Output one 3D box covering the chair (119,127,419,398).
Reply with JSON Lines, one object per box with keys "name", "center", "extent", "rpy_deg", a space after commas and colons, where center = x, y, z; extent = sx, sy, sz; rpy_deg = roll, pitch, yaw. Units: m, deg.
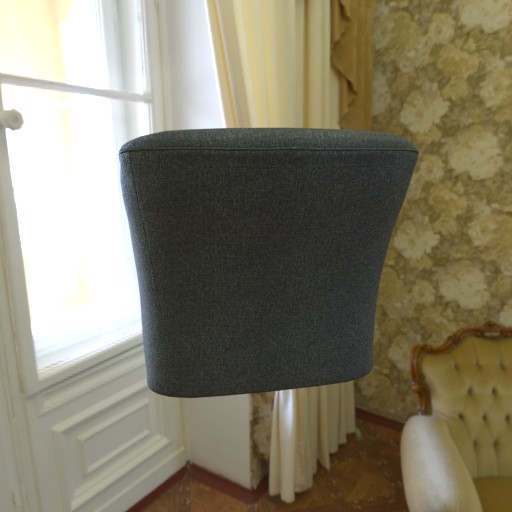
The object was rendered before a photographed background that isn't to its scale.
{"name": "chair", "center": [0.000, 0.000, 1.618], "extent": [0.864, 0.856, 0.923], "rpy_deg": [-3, 13, -11]}
